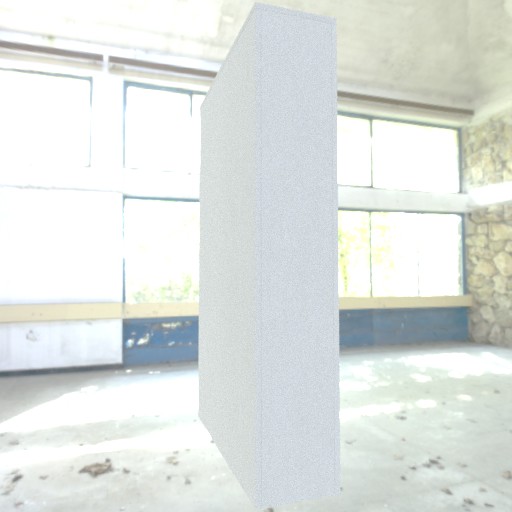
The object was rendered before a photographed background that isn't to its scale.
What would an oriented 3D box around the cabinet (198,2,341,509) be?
[{"bbox_3d":[0.000,0.000,1.512,0.250,1.280,0.750,1,-2,-18],"label":"cabinet"}]
